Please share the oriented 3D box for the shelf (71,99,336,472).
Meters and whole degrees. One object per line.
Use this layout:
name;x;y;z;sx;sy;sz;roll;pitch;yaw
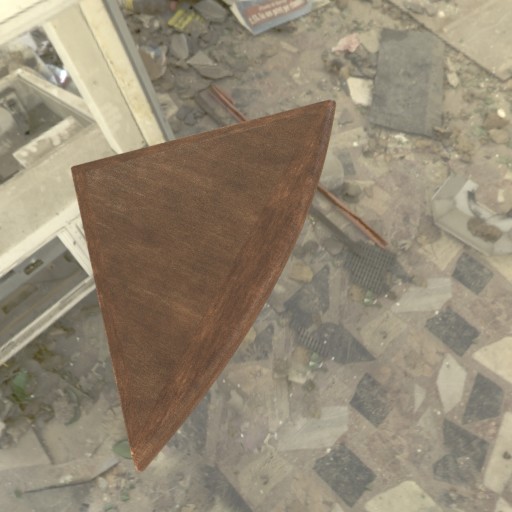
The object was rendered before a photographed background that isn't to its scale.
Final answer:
shelf;0.000;0.000;0.450;0.310;0.050;0.310;-17;64;-9
